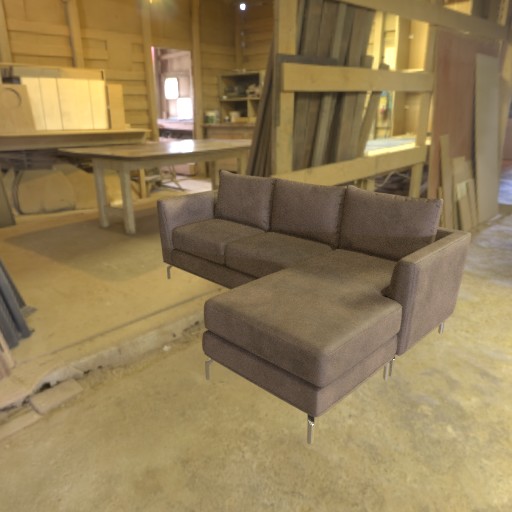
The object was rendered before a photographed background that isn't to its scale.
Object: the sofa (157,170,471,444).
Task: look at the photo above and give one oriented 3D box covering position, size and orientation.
[{"bbox_3d":[0.000,0.000,3.271,2.438,0.987,1.622,17,25,41],"label":"sofa"}]
